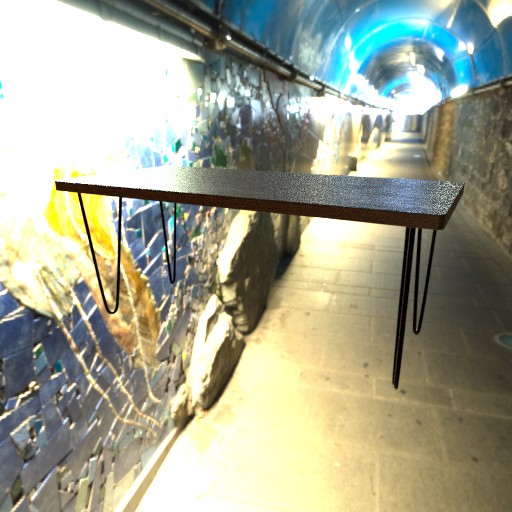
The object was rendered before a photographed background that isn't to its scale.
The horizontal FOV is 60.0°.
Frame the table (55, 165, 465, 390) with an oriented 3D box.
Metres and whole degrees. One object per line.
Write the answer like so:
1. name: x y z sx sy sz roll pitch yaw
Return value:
1. table: 0.000 0.000 2.251 1.791 0.753 0.883 9 19 27
